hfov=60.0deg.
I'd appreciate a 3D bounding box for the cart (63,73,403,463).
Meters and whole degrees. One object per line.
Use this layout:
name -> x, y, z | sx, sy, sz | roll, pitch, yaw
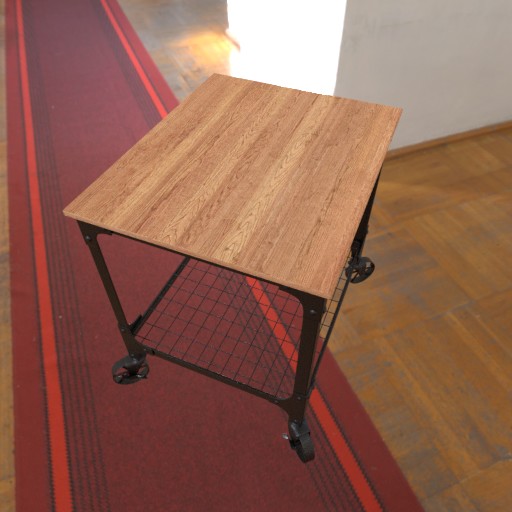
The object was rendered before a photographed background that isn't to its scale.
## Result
cart -> 0.000, 0.000, 1.110 | 0.558, 0.603, 0.666 | 17, 49, 15
